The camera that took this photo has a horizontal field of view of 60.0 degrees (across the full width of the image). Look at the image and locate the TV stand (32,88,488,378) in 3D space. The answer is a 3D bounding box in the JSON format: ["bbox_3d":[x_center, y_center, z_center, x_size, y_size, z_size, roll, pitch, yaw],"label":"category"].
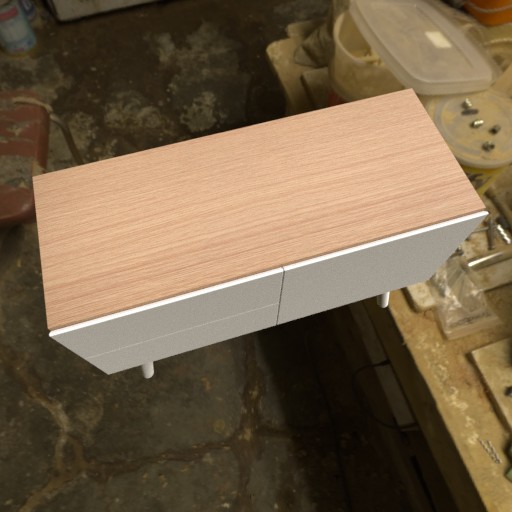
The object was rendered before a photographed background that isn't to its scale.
[{"bbox_3d":[0.000,0.000,1.331,0.991,0.660,0.407,-15,65,-7],"label":"TV stand"}]
